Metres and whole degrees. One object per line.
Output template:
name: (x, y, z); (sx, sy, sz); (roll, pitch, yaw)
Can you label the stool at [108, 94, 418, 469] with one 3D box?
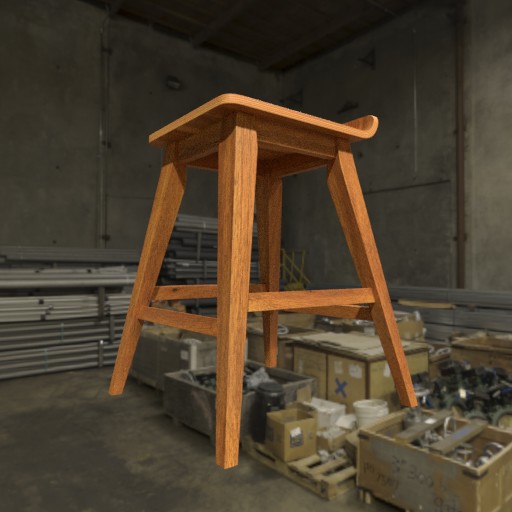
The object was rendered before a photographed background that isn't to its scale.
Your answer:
stool: (0.000, 0.000, 1.014); (0.500, 0.650, 0.500); (1, -2, -37)
